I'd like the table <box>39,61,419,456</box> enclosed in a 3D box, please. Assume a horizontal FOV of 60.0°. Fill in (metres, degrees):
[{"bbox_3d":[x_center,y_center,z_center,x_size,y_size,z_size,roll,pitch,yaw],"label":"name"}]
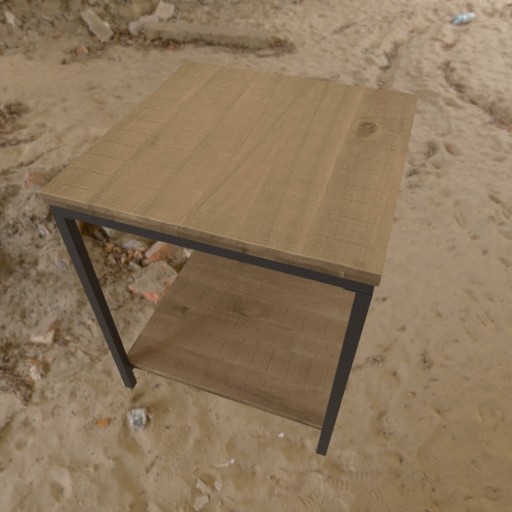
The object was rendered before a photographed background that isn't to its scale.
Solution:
[{"bbox_3d":[0.000,0.000,0.974,0.503,0.589,0.507,14,47,13],"label":"table"}]
